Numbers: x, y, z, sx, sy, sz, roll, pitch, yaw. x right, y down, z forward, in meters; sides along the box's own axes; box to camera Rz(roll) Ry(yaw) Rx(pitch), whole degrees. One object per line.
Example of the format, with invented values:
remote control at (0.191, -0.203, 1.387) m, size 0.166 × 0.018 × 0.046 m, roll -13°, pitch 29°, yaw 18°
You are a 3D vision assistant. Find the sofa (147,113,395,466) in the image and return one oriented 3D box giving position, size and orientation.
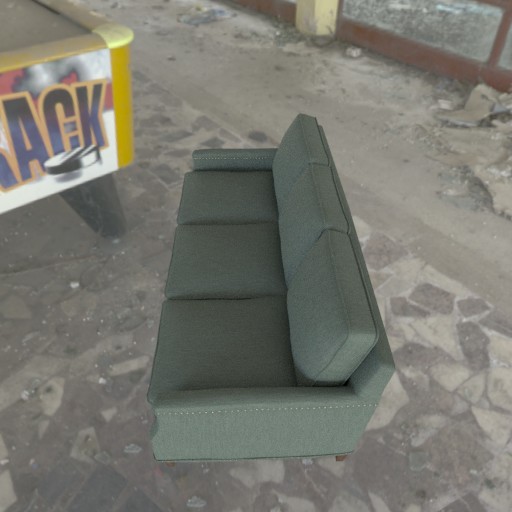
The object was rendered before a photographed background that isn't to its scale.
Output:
sofa at (0.000, 0.000, 2.788) m, size 1.084 × 1.003 × 2.246 m, roll -1°, pitch 42°, yaw -1°
